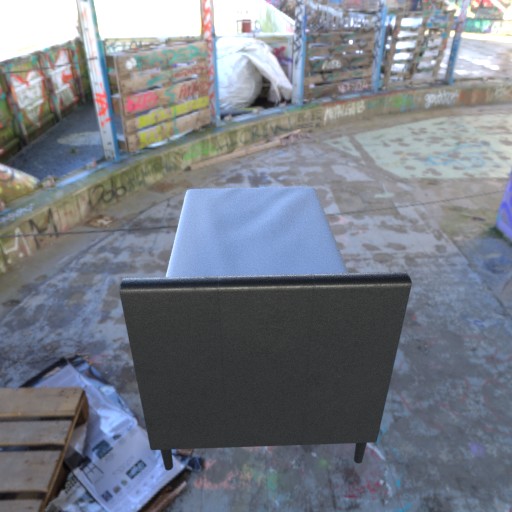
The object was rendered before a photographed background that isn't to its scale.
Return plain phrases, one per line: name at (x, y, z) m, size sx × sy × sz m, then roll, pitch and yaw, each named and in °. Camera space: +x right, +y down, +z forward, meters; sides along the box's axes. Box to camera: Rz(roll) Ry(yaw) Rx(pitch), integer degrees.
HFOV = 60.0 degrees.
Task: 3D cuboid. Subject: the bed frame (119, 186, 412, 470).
bed frame at (0.000, 0.000, 2.539) m, size 1.038 × 1.046 × 2.152 m, roll -1°, pitch 31°, yaw -2°
